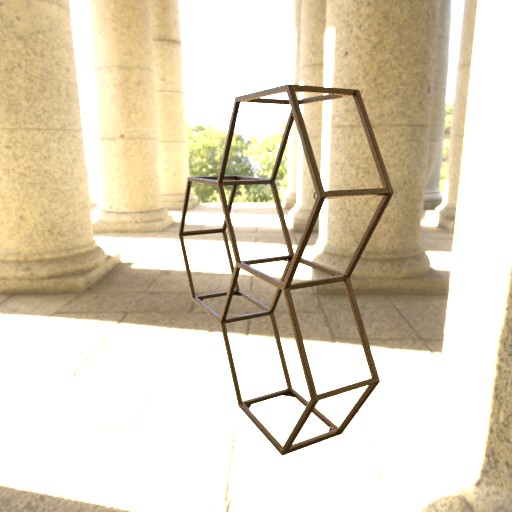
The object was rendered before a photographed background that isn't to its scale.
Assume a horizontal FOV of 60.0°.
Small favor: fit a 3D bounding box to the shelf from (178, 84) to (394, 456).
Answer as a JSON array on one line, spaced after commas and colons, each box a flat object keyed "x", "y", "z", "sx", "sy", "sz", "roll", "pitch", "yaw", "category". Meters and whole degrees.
[{"x": 0.000, "y": 0.000, "z": 1.057, "sx": 0.150, "sy": 0.701, "sz": 0.708, "roll": -7, "pitch": 15, "yaw": -27, "category": "shelf"}]
